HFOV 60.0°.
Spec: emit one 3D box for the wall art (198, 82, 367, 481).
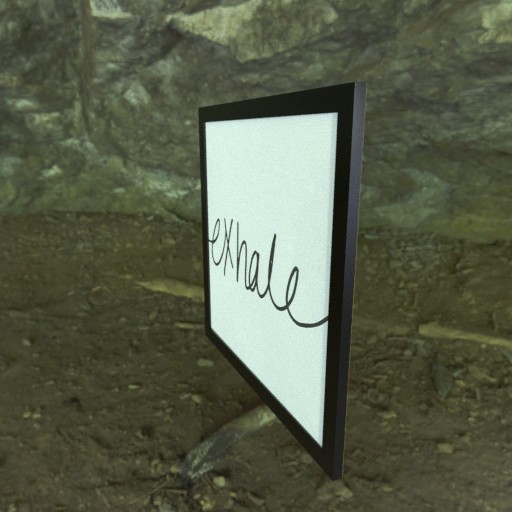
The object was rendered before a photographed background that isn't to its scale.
[{"bbox_3d":[0.000,0.000,0.664,0.014,0.445,0.446,-7,17,-25],"label":"wall art"}]
